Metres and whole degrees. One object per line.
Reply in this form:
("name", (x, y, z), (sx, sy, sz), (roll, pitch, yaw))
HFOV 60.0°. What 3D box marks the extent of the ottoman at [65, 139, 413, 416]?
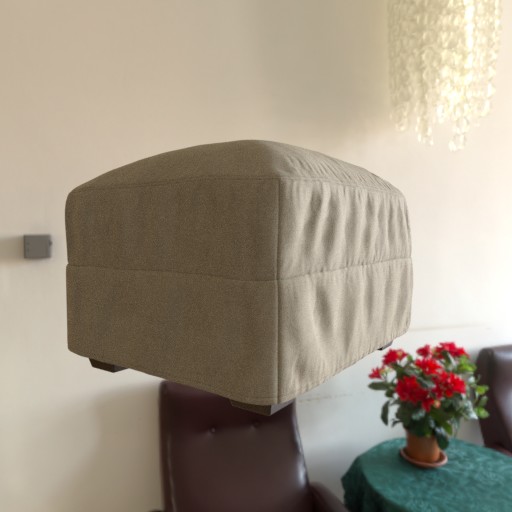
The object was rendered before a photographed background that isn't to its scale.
("ottoman", (0.000, 0.000, 1.060), (0.584, 0.480, 0.712), (1, 3, 35))
